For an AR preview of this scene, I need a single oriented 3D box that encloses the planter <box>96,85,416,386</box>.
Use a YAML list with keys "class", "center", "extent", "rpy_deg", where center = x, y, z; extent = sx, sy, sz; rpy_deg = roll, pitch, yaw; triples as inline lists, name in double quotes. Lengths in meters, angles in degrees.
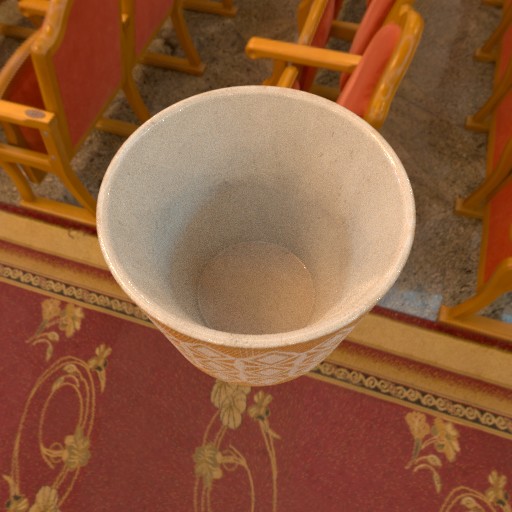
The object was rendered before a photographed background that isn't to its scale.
- class: "planter"
  center: [0.000, 0.000, 0.223]
  extent: [0.126, 0.104, 0.126]
  rpy_deg: [0, 61, 0]
